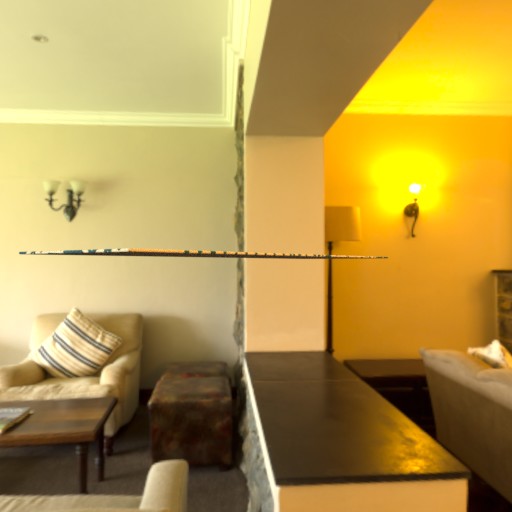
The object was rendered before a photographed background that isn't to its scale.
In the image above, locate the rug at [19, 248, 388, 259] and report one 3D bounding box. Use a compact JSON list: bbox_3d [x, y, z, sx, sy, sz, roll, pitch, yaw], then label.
[{"bbox_3d":[0.000,0.000,2.662,0.750,0.011,2.435,-1,-1,36],"label":"rug"}]
